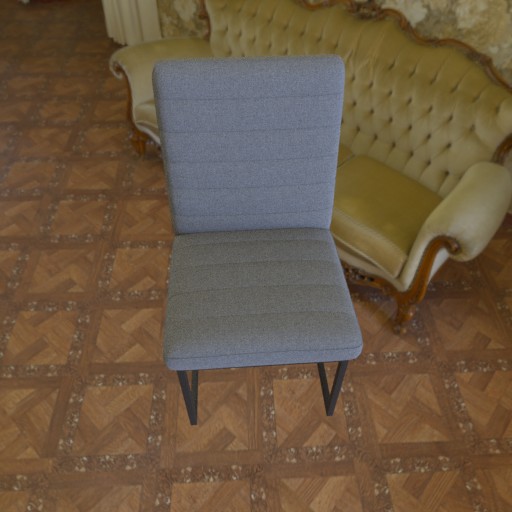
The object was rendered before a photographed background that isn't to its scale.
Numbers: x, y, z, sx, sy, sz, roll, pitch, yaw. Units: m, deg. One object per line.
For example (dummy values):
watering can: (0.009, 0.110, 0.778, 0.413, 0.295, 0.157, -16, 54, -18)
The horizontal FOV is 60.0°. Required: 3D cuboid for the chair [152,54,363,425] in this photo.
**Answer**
chair: (0.000, 0.000, 1.309, 0.520, 0.930, 0.634, -3, 47, -3)
